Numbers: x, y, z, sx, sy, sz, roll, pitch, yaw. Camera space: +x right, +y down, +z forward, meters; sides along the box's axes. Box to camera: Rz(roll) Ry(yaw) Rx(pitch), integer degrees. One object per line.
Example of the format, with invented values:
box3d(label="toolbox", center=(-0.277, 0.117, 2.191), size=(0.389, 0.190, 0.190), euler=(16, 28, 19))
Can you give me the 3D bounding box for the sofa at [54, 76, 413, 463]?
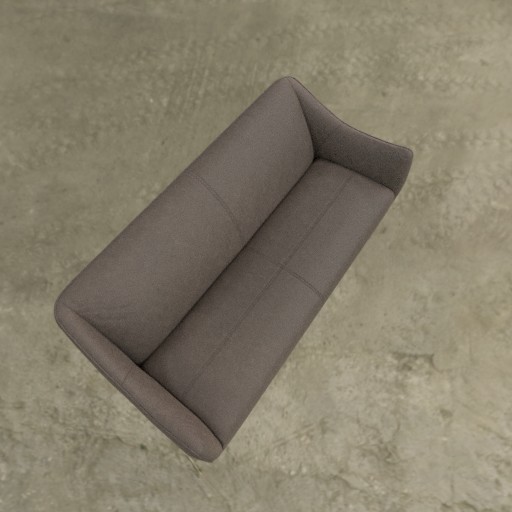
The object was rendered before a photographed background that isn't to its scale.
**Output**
box3d(label="sofa", center=(0.000, 0.000, 2.372), size=(0.869, 0.831, 1.928), euler=(32, 65, 17))
